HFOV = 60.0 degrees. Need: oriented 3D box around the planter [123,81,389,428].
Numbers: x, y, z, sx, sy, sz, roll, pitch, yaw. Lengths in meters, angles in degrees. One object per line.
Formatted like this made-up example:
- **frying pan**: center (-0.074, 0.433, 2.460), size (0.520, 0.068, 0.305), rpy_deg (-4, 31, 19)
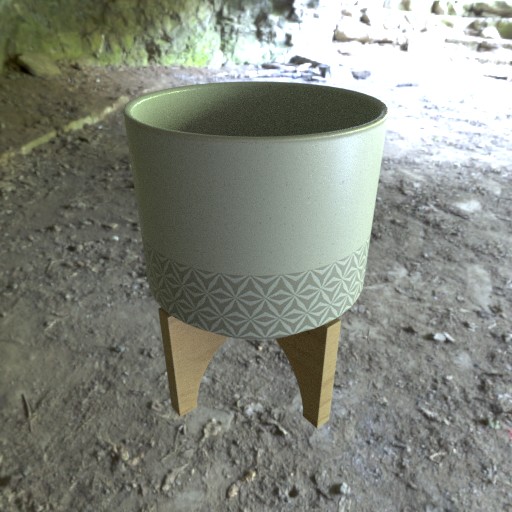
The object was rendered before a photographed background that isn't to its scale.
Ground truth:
- **planter**: center (0.000, 0.000, 0.389), size (0.188, 0.260, 0.188), rpy_deg (0, 30, 0)
